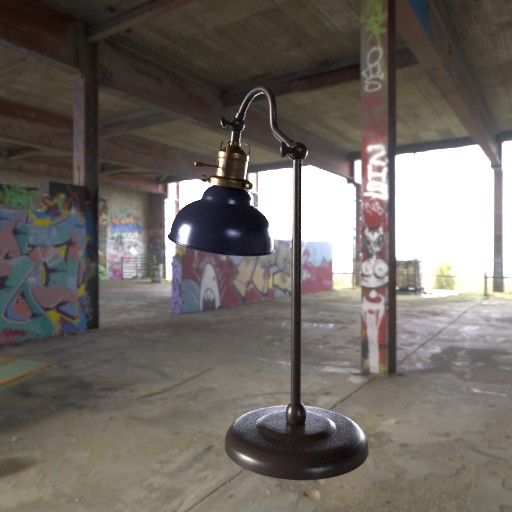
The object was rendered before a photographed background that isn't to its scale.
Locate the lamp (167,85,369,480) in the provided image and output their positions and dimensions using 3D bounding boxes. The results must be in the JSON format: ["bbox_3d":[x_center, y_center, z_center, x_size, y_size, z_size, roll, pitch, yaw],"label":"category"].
[{"bbox_3d":[0.000,0.000,0.672,0.192,0.508,0.374,0,1,-36],"label":"lamp"}]
